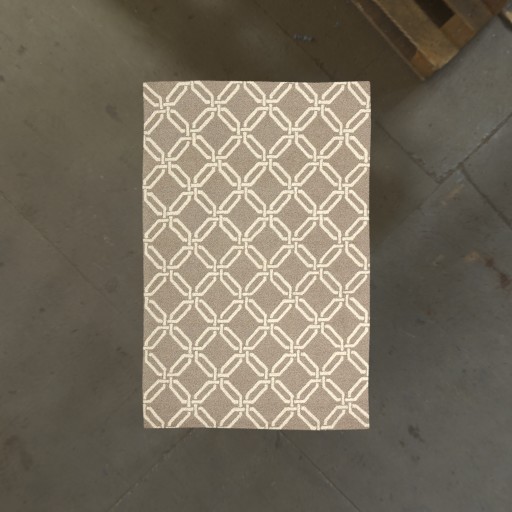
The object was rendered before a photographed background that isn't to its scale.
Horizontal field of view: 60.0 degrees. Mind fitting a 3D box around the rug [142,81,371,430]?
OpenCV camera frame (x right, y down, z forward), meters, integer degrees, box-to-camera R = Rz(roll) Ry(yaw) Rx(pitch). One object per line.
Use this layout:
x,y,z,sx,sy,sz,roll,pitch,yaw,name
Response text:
0.000,0.000,2.217,1.142,0.010,1.748,0,91,1,rug
